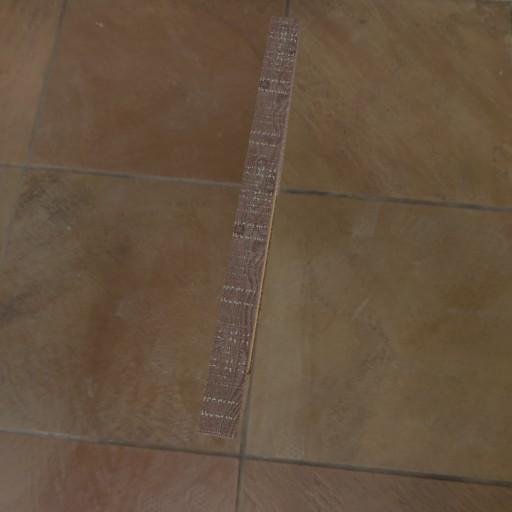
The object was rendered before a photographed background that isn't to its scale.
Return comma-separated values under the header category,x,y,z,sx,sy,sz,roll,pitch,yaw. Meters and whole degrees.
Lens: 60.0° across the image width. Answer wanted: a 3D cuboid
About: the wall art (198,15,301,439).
category,x,y,z,sx,sy,sz,roll,pitch,yaw
wall art,0.000,0.000,0.784,0.040,0.531,0.531,9,76,2
